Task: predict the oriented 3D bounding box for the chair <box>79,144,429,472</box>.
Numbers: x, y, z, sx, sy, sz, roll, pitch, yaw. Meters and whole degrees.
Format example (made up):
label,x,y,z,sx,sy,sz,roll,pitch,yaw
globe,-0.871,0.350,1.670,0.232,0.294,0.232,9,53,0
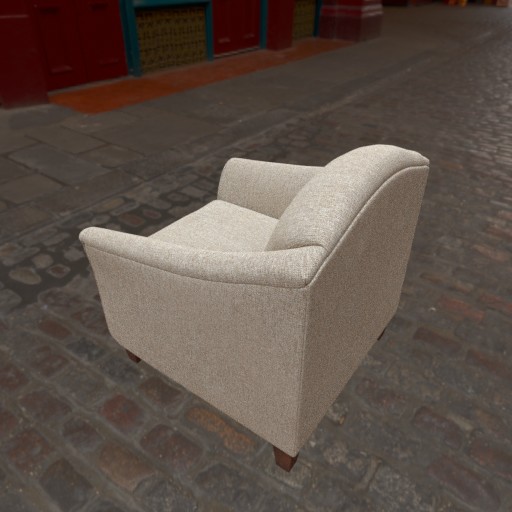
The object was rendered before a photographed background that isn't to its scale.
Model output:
label,x,y,z,sx,sy,sz,roll,pitch,yaw
chair,0.000,0.000,1.447,0.787,0.839,0.763,22,39,29
